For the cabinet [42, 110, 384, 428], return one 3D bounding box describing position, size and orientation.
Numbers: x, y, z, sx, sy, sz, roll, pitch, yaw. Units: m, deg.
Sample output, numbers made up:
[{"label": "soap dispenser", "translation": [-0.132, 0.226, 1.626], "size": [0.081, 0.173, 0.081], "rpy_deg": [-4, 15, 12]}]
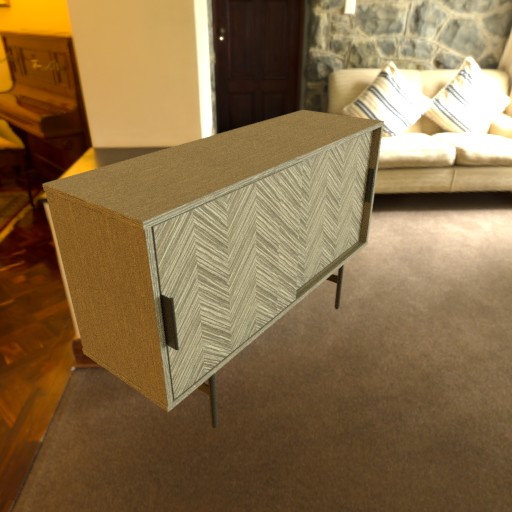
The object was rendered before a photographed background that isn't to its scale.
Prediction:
[{"label": "cabinet", "translation": [0.000, 0.000, 1.581], "size": [0.405, 0.787, 1.194], "rpy_deg": [20, 35, 32]}]
